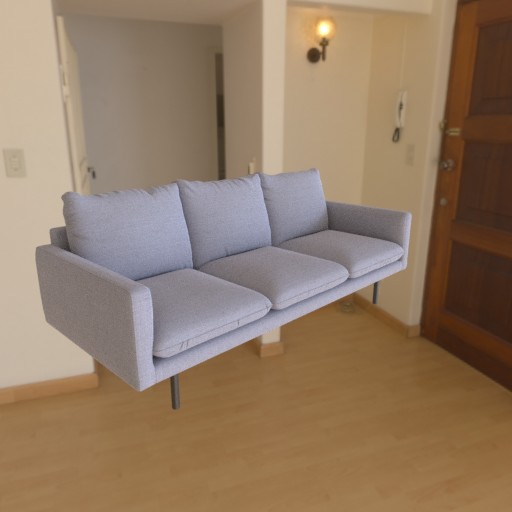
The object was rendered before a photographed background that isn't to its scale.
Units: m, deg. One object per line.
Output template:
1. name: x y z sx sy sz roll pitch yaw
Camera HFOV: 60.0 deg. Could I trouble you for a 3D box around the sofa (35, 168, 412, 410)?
1. sofa: 0.000 0.000 2.434 0.850 0.830 2.000 16 22 42
